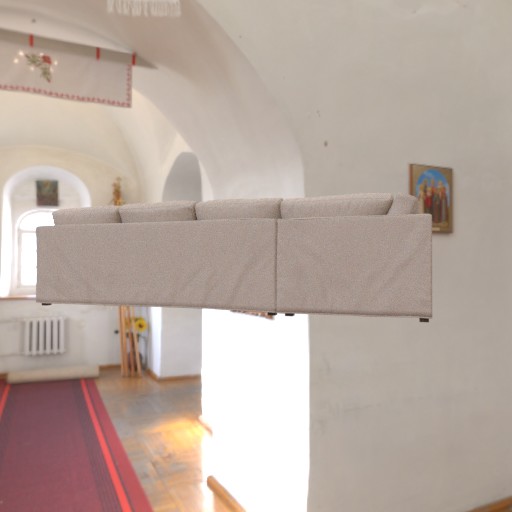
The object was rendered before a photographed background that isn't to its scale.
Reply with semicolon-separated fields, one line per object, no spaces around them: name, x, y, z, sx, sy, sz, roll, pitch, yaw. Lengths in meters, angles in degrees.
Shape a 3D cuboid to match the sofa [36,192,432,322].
sofa;0.000;0.000;4.416;3.182;0.871;2.432;0;0;19
